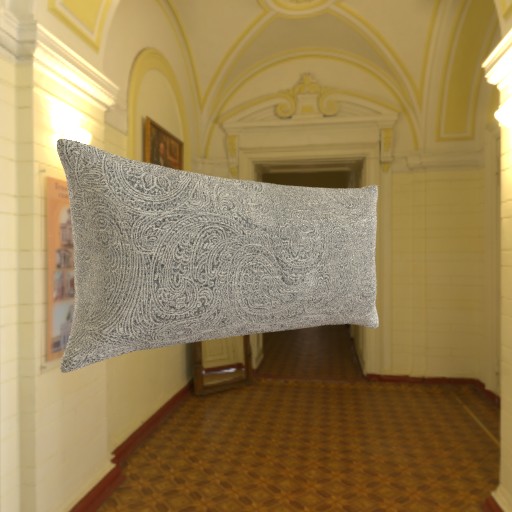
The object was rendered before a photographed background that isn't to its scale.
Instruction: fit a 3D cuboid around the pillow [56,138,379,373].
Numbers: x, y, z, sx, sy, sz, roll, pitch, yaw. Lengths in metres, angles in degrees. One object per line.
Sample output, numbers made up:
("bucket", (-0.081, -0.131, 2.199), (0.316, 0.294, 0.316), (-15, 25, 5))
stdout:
("pillow", (0.000, 0.000, 0.733), (0.615, 0.295, 0.151), (0, 0, -36))
